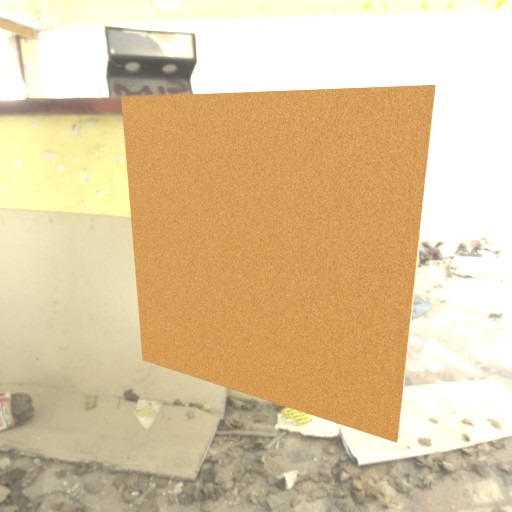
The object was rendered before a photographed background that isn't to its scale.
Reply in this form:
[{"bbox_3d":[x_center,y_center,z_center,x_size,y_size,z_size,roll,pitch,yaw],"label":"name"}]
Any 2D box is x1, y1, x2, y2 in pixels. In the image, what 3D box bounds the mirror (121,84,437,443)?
[{"bbox_3d":[0.000,0.000,1.160,0.804,0.804,0.061,9,19,28],"label":"mirror"}]
